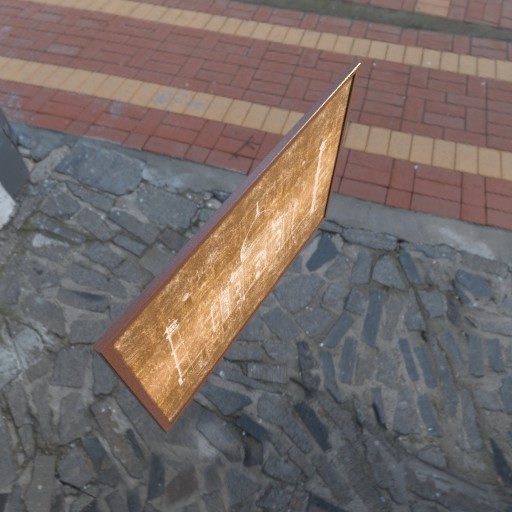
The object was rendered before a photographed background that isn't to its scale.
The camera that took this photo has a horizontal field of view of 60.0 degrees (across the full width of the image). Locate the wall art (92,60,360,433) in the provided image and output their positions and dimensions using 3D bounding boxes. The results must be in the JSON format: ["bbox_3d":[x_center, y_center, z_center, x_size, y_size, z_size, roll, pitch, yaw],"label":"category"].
[{"bbox_3d":[0.000,0.000,0.847,0.014,0.455,0.660,29,62,18],"label":"wall art"}]
